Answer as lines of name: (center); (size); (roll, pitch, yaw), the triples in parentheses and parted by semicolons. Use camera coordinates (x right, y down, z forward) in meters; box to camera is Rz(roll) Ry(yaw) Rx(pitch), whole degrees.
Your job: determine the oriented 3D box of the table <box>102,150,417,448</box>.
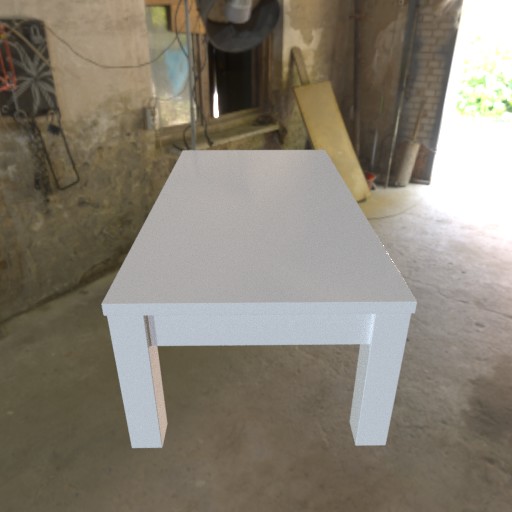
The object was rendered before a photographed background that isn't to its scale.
table: (0.000, 0.000, 1.688); (0.700, 0.470, 1.350); (0, 28, -1)
